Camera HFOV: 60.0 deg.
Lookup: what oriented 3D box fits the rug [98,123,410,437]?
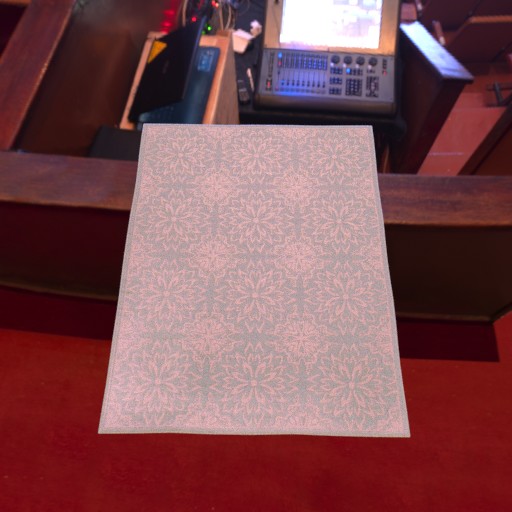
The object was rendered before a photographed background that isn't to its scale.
[{"bbox_3d":[0.000,0.000,3.966,2.363,0.012,2.980,1,66,0],"label":"rug"}]
